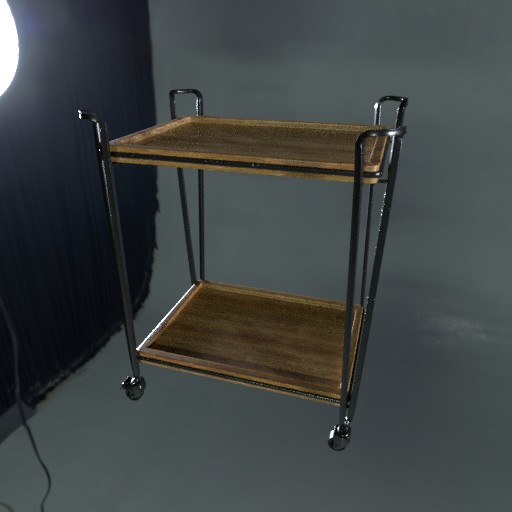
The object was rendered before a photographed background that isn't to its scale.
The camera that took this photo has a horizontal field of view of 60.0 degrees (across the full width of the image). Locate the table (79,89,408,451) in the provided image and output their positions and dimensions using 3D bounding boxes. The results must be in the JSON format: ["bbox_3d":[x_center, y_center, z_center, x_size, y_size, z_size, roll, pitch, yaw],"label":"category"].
[{"bbox_3d":[0.000,0.000,1.195,0.672,0.785,0.505,8,27,16],"label":"table"}]
